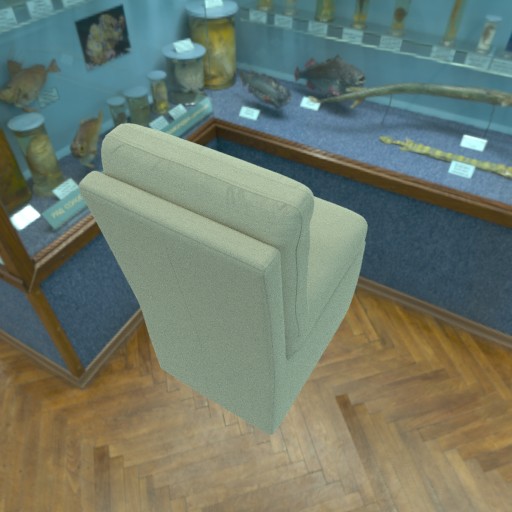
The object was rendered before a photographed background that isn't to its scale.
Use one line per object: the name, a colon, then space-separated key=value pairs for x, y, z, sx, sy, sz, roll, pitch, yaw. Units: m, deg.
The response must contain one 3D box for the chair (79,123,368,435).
chair: x=0.000 y=0.000 z=1.336 sx=0.503 sy=0.927 sz=0.698 roll=24 pitch=50 yaw=22
